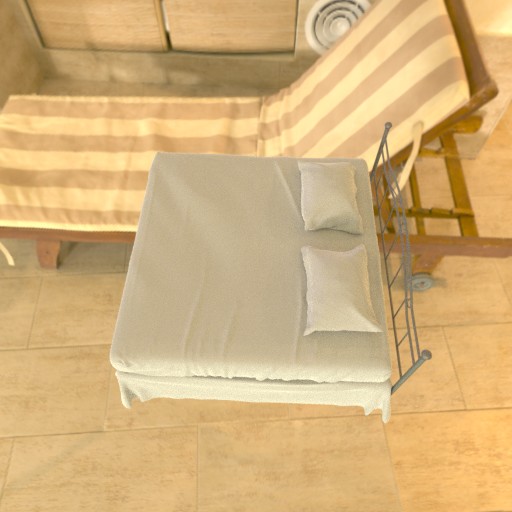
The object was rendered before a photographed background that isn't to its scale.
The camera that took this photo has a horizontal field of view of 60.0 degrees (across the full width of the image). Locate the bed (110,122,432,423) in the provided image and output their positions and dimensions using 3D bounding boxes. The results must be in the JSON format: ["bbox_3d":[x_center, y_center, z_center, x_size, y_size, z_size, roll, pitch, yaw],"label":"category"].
[{"bbox_3d":[0.000,0.000,3.608,2.220,1.080,2.309,2,58,1],"label":"bed"}]
